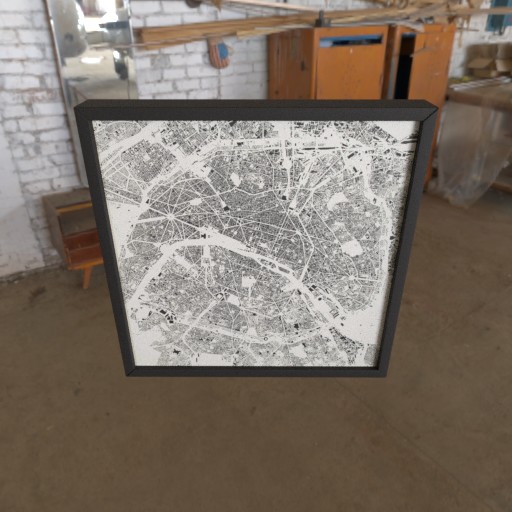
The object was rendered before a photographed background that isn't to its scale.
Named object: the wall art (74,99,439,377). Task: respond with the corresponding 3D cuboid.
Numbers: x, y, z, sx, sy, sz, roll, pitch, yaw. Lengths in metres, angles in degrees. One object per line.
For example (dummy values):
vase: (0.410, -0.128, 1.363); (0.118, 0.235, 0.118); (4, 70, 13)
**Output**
wall art: (0.000, 0.000, 0.459); (0.305, 0.305, 0.037); (0, 29, 0)
